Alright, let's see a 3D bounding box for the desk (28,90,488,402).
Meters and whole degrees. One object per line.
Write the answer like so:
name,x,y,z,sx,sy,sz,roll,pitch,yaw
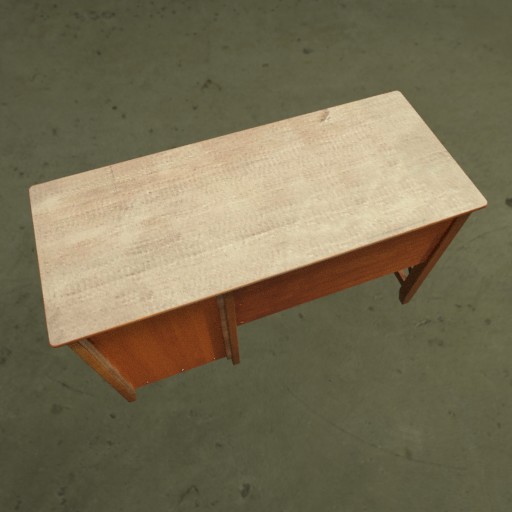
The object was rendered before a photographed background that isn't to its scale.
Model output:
desk,0.000,0.000,1.730,1.353,0.756,0.574,-18,61,-10
